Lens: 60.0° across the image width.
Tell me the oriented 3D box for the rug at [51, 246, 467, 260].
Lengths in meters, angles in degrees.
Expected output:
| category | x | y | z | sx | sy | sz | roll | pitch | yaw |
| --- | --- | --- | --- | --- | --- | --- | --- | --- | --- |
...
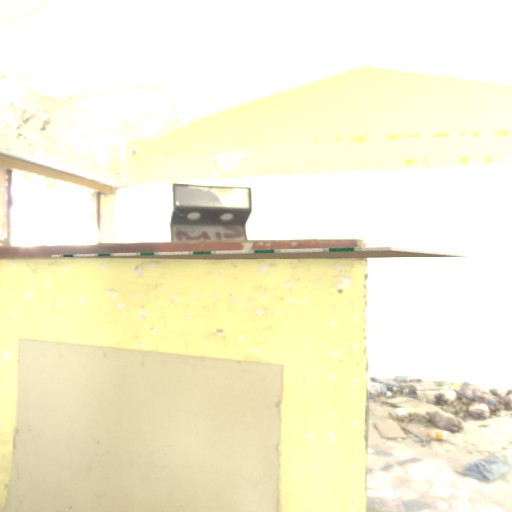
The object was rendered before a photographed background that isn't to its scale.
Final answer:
| category | x | y | z | sx | sy | sz | roll | pitch | yaw |
| --- | --- | --- | --- | --- | --- | --- | --- | --- | --- |
| rug | 0.000 | 0.000 | 2.330 | 1.829 | 0.012 | 1.210 | -1 | -2 | 35 |
